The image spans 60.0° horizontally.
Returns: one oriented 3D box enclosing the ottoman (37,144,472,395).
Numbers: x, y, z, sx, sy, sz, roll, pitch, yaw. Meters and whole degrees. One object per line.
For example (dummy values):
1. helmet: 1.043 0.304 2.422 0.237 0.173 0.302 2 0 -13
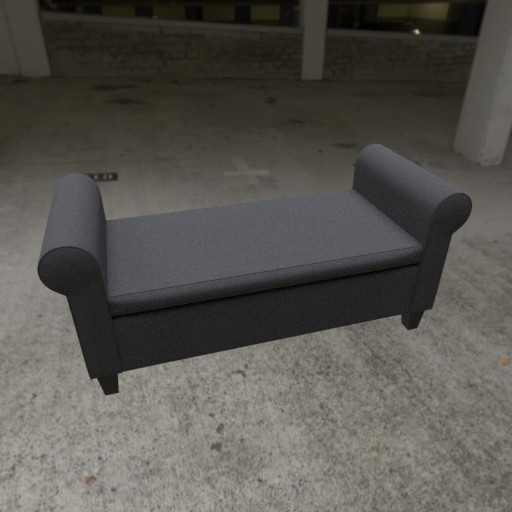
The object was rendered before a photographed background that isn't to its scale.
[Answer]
1. ottoman: 0.000 0.000 1.541 1.256 0.547 0.521 -9 33 -14
